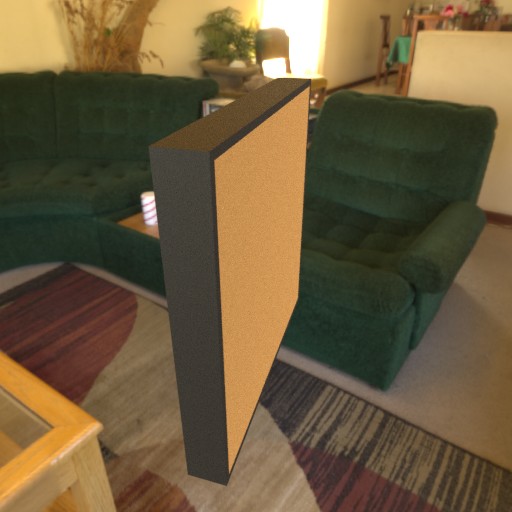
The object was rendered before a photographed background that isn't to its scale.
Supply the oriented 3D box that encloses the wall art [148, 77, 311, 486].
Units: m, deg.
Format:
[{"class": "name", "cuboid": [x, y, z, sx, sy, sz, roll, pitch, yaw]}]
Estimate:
[{"class": "wall art", "cuboid": [0.000, 0.000, 0.455, 0.038, 0.304, 0.304, 9, 30, 15]}]
